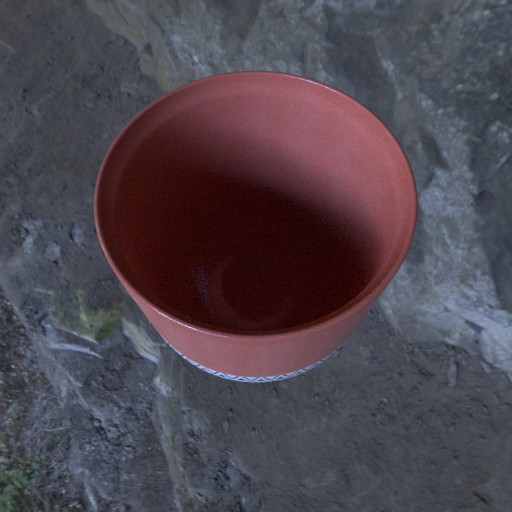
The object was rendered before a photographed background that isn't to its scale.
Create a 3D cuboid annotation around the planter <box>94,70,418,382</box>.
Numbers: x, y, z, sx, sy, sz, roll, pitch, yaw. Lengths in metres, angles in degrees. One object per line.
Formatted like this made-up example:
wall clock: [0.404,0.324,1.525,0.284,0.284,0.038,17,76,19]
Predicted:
planter: [0.000,0.000,0.487,0.266,0.270,0.266,0,63,0]
